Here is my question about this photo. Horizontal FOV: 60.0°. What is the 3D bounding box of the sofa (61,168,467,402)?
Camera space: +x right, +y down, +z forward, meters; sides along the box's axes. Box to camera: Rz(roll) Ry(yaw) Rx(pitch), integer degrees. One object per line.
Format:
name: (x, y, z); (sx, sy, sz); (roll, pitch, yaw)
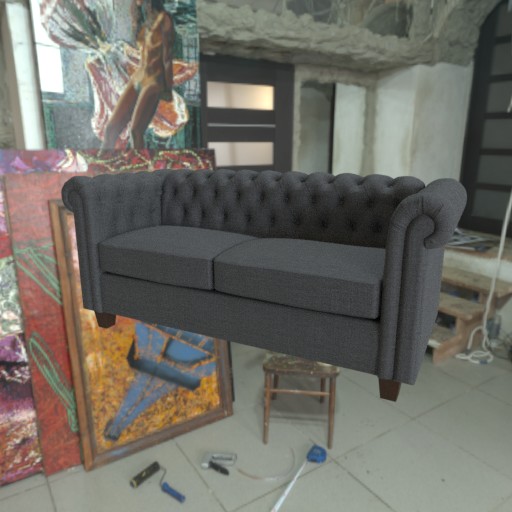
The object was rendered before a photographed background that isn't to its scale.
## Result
sofa: (0.000, 0.000, 2.191); (1.798, 0.797, 0.783); (7, 16, 26)
